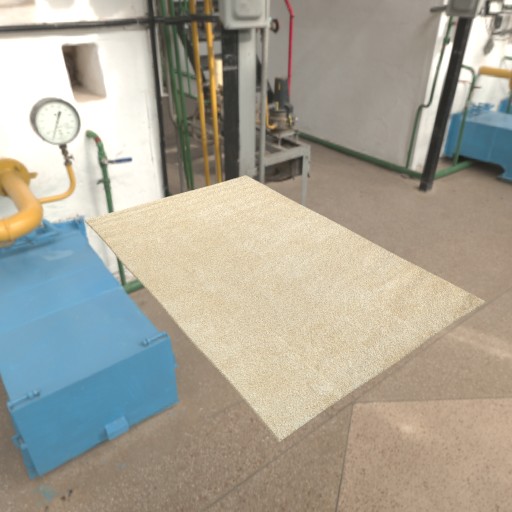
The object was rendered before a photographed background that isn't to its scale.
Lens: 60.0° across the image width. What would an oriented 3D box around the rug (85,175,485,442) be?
[{"bbox_3d":[0.000,0.000,2.944,1.500,0.025,2.346,-21,38,-30],"label":"rug"}]
